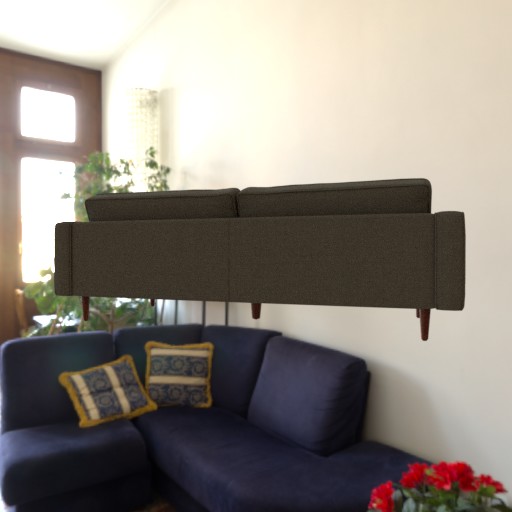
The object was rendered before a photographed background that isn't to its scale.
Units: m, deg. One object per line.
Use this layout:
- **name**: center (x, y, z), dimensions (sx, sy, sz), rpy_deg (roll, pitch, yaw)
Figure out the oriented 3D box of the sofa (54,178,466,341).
- **sofa**: center (0.000, 0.000, 2.666), dimensions (2.198, 0.762, 0.914), rpy_deg (0, 1, 18)
